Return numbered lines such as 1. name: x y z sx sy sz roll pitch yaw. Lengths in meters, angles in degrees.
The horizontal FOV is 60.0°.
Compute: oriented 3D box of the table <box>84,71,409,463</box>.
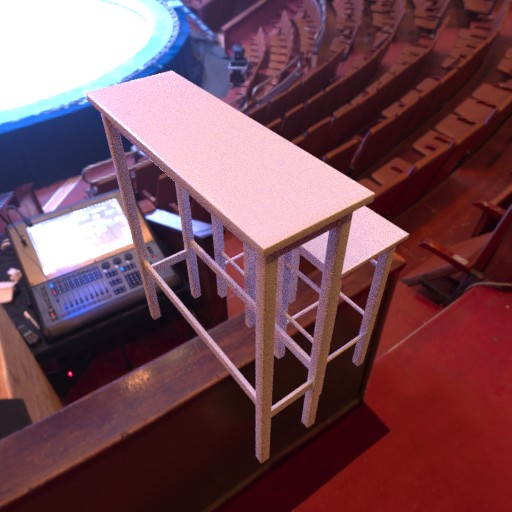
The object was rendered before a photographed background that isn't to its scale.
1. table: 0.000 0.000 1.611 0.650 1.065 0.915 -27 49 -26
